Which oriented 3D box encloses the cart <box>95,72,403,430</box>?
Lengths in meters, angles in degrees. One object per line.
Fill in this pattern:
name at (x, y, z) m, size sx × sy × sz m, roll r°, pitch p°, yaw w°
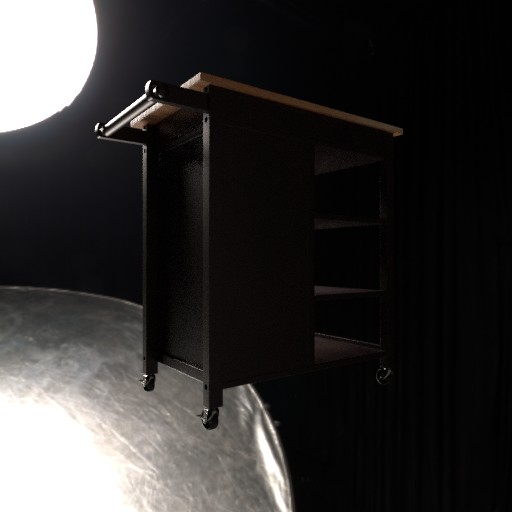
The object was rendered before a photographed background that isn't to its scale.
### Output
cart at (0.000, 0.000, 1.443) m, size 0.914 × 0.878 × 0.472 m, roll 0°, pitch 0°, yaw -36°
